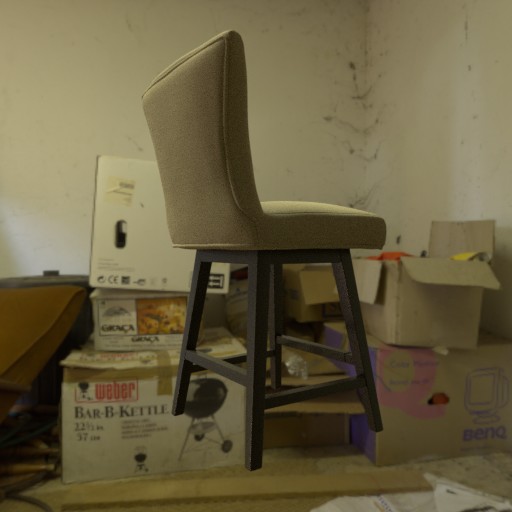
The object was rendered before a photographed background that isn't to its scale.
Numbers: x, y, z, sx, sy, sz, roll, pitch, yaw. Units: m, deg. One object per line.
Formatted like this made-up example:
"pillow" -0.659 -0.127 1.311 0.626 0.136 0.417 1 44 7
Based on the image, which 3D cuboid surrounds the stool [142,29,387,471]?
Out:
"stool" 0.000 0.000 1.302 0.574 1.000 0.514 -1 1 -35
